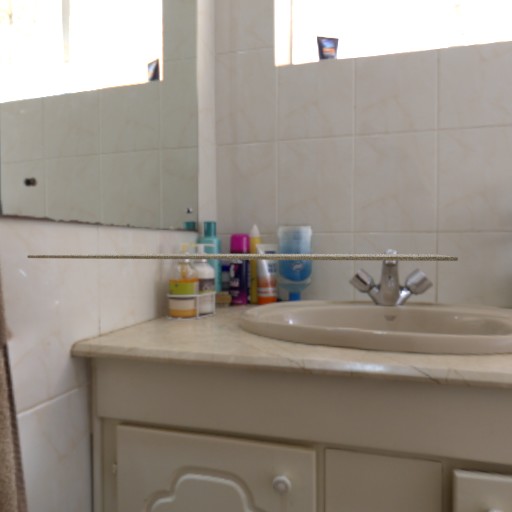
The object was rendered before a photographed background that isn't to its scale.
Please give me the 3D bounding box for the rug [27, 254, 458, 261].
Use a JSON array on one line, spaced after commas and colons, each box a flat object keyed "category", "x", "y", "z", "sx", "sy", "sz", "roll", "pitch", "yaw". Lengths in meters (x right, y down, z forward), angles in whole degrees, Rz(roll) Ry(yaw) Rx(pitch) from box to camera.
[{"category": "rug", "x": 0.000, "y": 0.000, "z": 2.934, "sx": 2.297, "sy": 0.018, "sz": 1.532, "roll": 0, "pitch": 1, "yaw": 18}]
